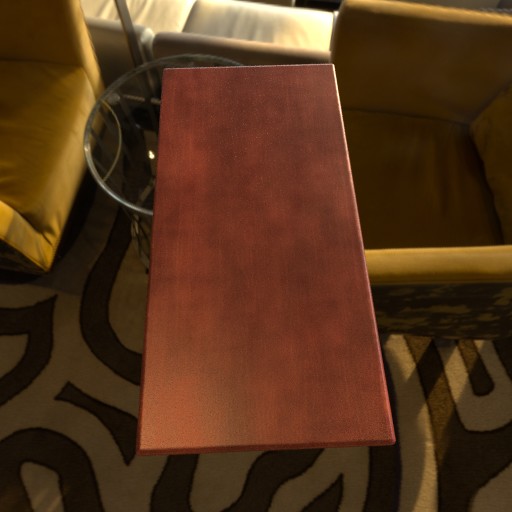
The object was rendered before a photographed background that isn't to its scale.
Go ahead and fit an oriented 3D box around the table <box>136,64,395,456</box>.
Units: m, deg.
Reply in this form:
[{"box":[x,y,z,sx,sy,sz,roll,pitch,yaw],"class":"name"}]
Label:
[{"box":[0.000,0.000,1.439,0.580,0.485,1.171,-2,65,-1],"class":"table"}]
